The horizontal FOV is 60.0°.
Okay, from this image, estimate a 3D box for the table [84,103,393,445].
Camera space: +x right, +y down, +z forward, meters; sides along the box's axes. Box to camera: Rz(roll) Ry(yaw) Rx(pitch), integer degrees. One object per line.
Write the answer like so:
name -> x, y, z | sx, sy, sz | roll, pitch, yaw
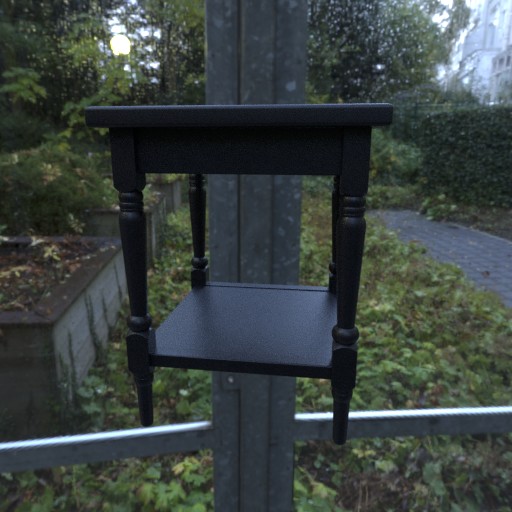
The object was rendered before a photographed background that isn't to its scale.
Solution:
table -> 0.000, 0.000, 0.926 | 0.442, 0.565, 0.488 | 2, 15, 8
